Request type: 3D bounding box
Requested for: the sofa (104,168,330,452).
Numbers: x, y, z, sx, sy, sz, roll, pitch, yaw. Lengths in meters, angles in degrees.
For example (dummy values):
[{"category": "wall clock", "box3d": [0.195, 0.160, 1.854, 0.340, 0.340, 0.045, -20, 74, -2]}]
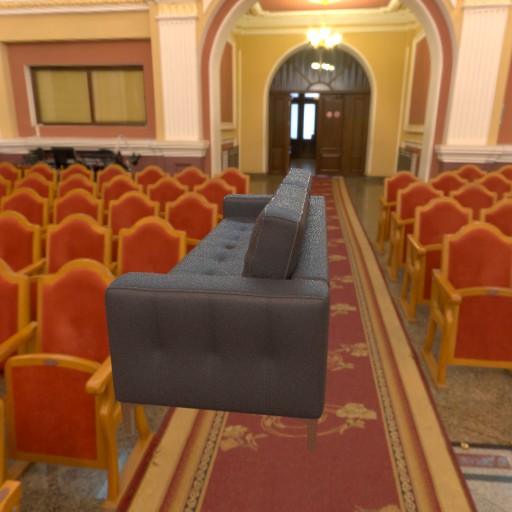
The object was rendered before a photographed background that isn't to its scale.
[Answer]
[{"category": "sofa", "box3d": [0.000, 0.000, 2.667, 0.833, 0.893, 2.275, 2, 17, 8]}]
